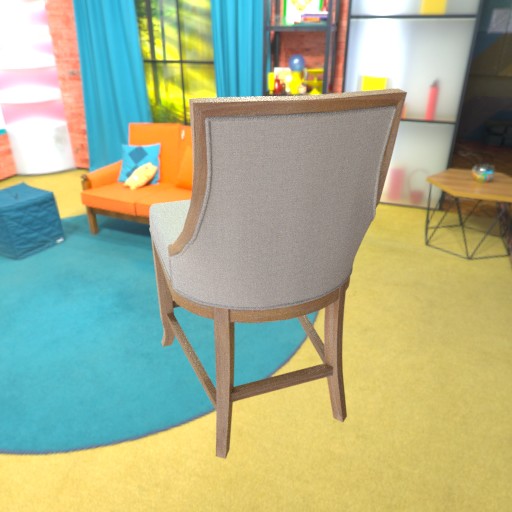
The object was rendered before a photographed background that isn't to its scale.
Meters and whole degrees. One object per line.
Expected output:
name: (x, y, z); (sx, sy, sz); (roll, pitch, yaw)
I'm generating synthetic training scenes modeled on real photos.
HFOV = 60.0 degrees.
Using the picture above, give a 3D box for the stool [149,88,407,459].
stool: (0.000, 0.000, 1.264); (0.524, 0.938, 0.626); (-9, 29, -18)
